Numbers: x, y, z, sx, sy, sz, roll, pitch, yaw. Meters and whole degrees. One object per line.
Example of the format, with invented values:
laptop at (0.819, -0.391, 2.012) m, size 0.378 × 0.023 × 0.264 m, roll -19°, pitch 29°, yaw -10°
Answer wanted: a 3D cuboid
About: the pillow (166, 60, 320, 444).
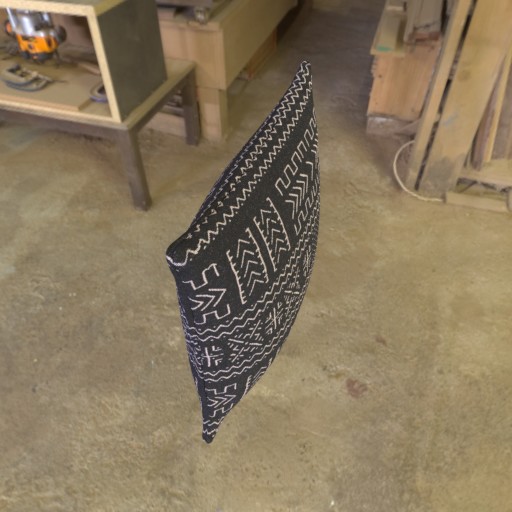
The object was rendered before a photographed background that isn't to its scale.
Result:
pillow at (0.000, 0.000, 0.678) m, size 0.164 × 0.430 × 0.438 m, roll 16°, pitch 48°, yaw 14°
